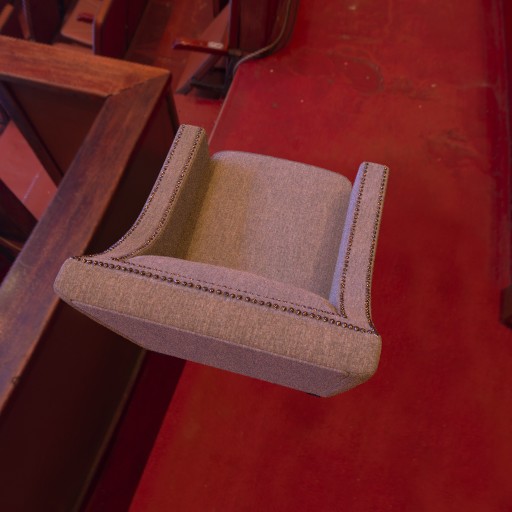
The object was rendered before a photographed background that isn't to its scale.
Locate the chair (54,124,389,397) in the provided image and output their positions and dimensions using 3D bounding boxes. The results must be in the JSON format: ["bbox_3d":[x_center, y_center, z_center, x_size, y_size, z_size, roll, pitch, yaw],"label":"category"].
[{"bbox_3d":[0.000,0.000,1.586,0.776,0.967,0.884,13,65,6],"label":"chair"}]
